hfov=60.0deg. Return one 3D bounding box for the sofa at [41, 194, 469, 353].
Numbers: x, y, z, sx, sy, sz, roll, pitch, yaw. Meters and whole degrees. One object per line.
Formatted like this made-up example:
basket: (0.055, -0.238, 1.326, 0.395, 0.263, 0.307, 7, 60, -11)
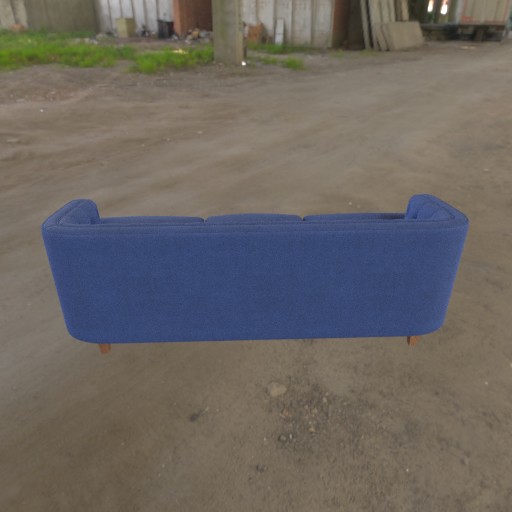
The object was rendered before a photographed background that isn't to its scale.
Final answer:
sofa: (0.000, 0.000, 2.640, 2.235, 0.787, 0.914, -1, 30, -2)
